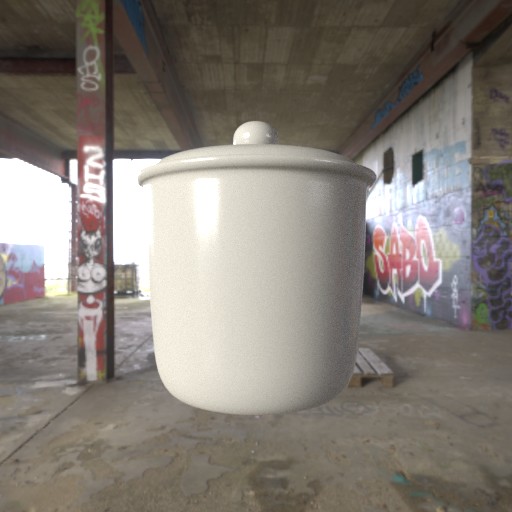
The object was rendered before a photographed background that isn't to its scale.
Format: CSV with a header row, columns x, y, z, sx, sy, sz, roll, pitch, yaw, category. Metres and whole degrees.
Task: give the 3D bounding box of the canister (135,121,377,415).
x,y,z,sx,sy,sz,roll,pitch,yaw,category
0.000,0.000,0.346,0.182,0.208,0.182,0,0,0,canister
